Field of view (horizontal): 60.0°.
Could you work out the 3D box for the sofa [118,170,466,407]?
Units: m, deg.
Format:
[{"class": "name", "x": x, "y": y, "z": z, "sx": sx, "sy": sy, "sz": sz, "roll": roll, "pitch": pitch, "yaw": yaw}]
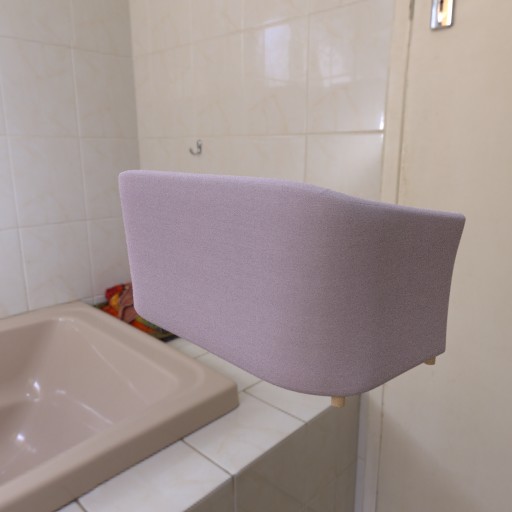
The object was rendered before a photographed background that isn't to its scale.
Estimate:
[{"class": "sofa", "x": 0.000, "y": 0.000, "z": 1.902, "sx": 0.705, "sy": 0.721, "sz": 1.452, "roll": -13, "pitch": 19, "yaw": -43}]
